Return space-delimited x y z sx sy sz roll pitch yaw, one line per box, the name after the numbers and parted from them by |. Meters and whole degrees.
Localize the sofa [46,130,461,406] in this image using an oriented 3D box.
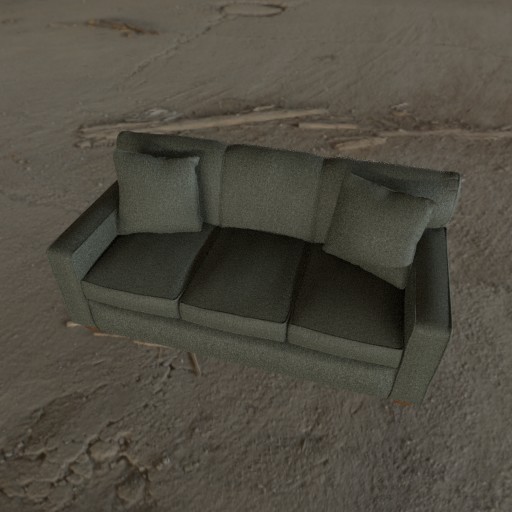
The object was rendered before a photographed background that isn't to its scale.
0.000 0.000 2.511 2.024 0.958 0.997 10 41 12 | sofa
